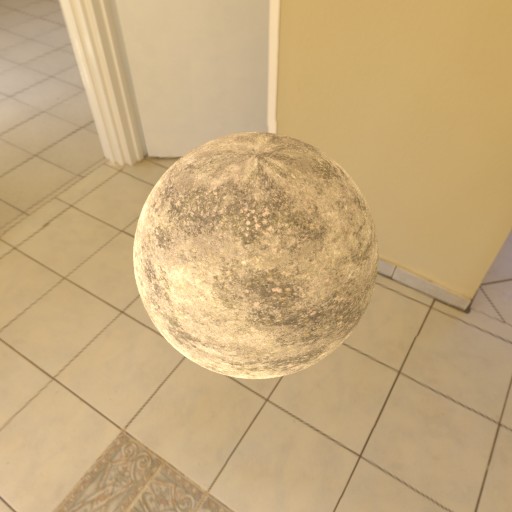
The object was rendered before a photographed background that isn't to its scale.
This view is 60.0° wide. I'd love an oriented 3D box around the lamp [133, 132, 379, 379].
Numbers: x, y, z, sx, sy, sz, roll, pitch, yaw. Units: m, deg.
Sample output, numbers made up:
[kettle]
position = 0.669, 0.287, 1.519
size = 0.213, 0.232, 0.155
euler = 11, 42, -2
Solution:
[lamp]
position = 0.000, 0.000, 0.791
size = 0.422, 0.429, 0.422
euler = 0, 47, 0
